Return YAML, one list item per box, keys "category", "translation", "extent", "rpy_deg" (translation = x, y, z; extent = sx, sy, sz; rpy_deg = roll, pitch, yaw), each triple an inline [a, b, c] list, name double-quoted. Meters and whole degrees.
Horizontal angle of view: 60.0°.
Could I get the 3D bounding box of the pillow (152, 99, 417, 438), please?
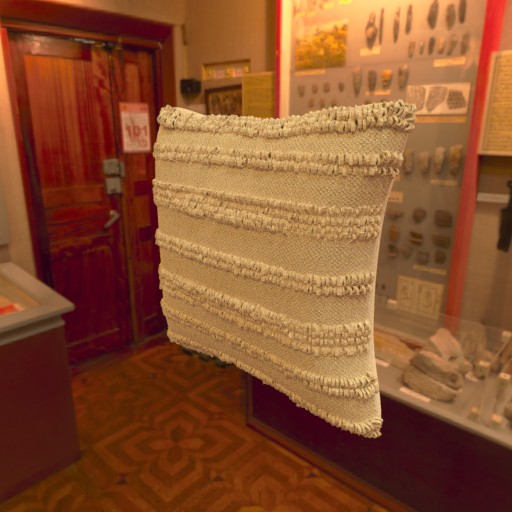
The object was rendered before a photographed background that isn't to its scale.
- category: "pillow"
  translation: [0.000, 0.000, 0.647]
  extent: [0.437, 0.427, 0.145]
  rpy_deg: [15, 23, 42]
